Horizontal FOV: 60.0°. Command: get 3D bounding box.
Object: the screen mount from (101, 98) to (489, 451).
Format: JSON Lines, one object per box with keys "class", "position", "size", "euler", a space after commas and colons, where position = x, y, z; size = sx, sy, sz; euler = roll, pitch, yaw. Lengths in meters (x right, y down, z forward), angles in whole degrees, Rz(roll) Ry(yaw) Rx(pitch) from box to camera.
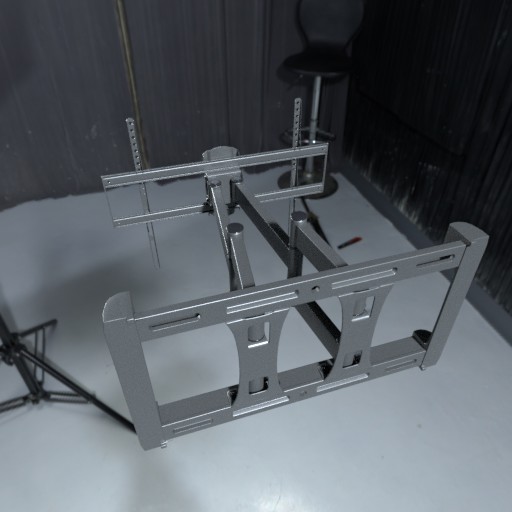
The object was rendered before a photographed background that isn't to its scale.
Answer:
{"class": "screen mount", "position": [0.000, 0.000, 1.062], "size": [0.661, 0.491, 0.644], "euler": [-12, 41, -14]}
